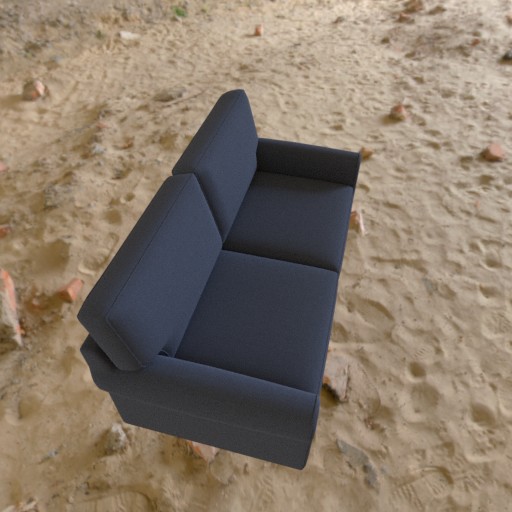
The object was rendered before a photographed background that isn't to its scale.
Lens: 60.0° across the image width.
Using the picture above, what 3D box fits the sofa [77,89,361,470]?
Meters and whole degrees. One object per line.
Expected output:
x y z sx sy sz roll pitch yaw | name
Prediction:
0.000 0.000 2.435 0.940 1.020 1.930 11 47 10 | sofa
